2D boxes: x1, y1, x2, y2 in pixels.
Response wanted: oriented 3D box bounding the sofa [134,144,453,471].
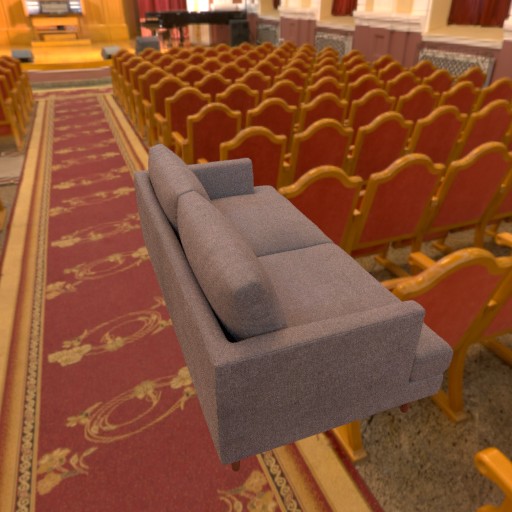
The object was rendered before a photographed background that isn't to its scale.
[{"bbox_3d":[0.000,0.000,2.431,1.020,0.868,1.948,-11,32,-18],"label":"sofa"}]
